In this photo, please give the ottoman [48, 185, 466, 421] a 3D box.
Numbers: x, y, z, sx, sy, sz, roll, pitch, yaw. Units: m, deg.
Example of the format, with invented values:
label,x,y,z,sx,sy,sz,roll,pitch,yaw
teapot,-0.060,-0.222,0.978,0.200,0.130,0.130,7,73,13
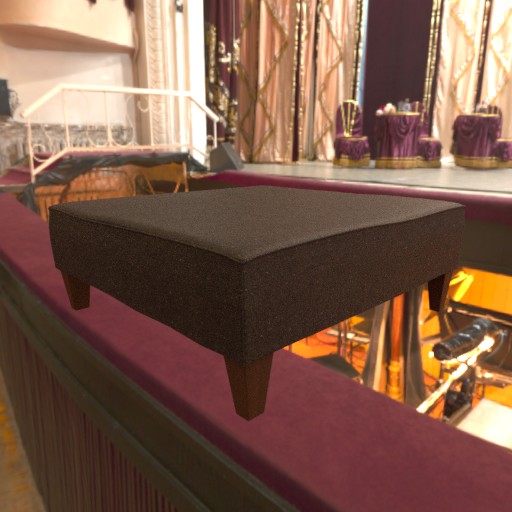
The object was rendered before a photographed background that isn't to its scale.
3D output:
label,x,y,z,sx,sy,sz,roll,pitch,yaw
ottoman,0.000,0.000,1.495,1.004,0.382,0.968,-13,19,-42
